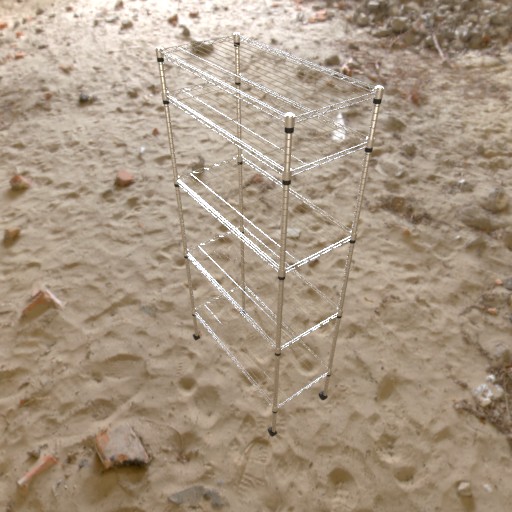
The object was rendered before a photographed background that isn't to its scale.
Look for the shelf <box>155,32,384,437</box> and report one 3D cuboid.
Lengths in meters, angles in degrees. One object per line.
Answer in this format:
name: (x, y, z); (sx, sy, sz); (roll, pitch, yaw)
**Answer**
shelf: (0.000, 0.000, 1.915); (0.356, 1.587, 0.762); (-25, 46, -27)
